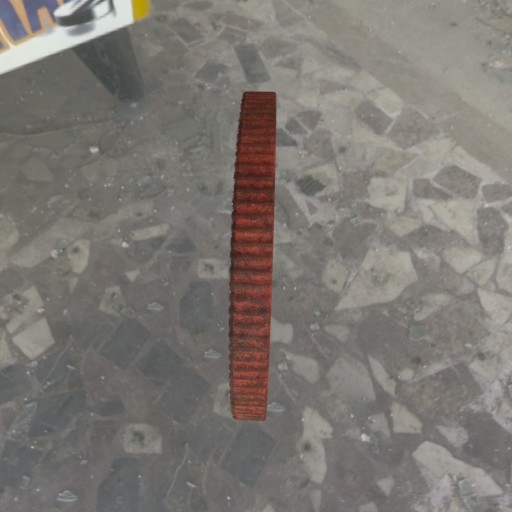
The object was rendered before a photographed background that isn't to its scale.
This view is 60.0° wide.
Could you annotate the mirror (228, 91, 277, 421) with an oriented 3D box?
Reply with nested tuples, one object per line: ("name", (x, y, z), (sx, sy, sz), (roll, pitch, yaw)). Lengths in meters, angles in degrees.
("mirror", (0.000, 0.000, 0.875), (0.056, 0.609, 0.609), (2, 58, 1))
